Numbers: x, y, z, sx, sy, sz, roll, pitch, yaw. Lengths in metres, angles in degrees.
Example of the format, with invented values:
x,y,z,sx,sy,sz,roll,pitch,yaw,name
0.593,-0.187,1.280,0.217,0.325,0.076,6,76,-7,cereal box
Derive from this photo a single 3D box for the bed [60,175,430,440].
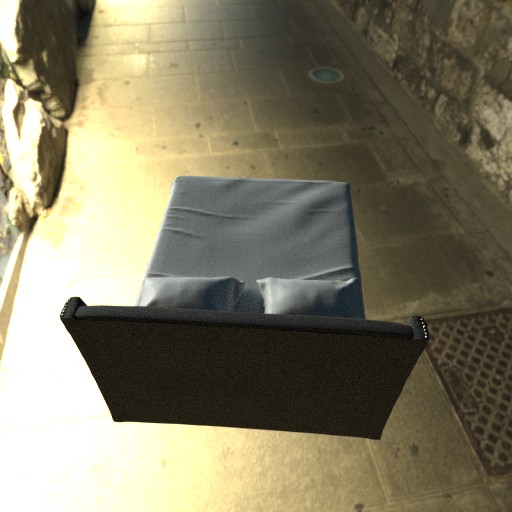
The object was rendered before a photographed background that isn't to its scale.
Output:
x,y,z,sx,sy,sz,roll,pitch,yaw,name
0.000,0.000,3.484,1.925,1.332,2.276,3,46,3,bed
